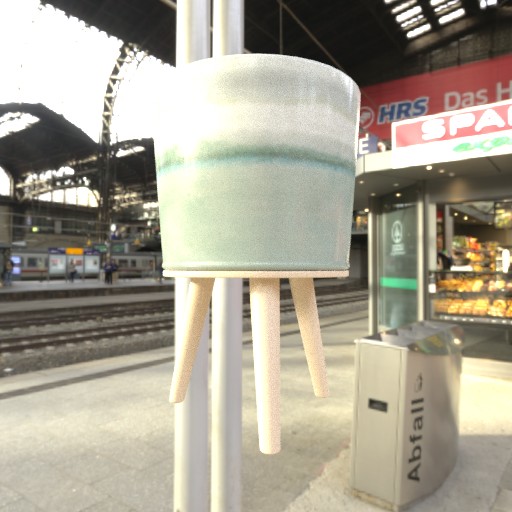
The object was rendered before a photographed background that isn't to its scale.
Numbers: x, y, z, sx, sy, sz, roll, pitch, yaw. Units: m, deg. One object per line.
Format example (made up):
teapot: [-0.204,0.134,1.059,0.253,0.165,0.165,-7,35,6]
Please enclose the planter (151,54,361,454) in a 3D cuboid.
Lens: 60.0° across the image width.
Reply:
planter: [0.000,0.000,0.571,0.265,0.404,0.265,-1,-2,36]
